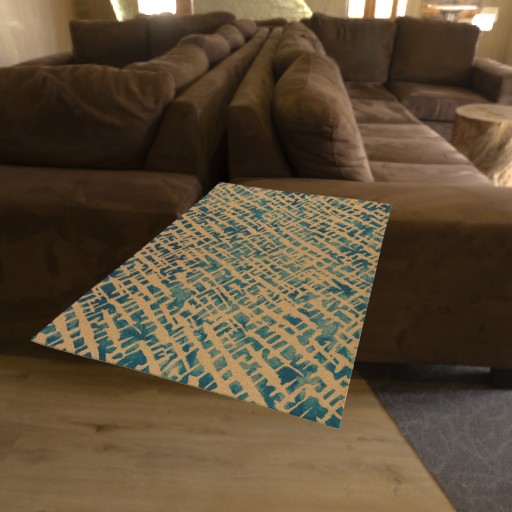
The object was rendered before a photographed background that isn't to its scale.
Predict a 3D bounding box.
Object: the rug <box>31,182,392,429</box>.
[{"bbox_3d":[0.000,0.000,2.295,1.209,0.011,1.830,10,32,17],"label":"rug"}]
